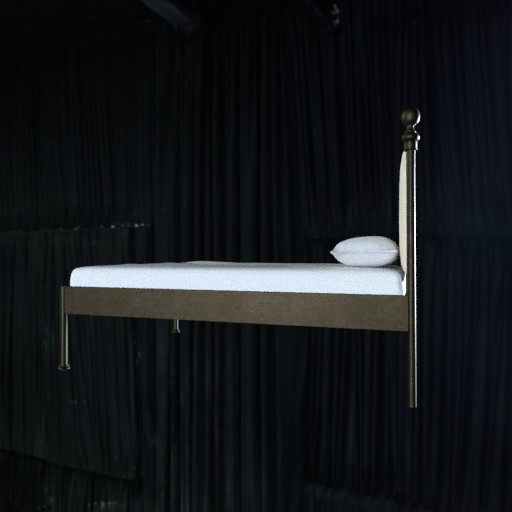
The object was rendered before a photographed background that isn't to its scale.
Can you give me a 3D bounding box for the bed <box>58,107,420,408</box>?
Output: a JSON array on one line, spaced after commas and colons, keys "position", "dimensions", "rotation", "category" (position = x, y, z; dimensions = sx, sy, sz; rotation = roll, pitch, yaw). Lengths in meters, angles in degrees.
[{"position": [0.000, 0.000, 3.178], "dimensions": [2.170, 1.462, 1.533], "rotation": [0, 0, 19], "category": "bed"}]
